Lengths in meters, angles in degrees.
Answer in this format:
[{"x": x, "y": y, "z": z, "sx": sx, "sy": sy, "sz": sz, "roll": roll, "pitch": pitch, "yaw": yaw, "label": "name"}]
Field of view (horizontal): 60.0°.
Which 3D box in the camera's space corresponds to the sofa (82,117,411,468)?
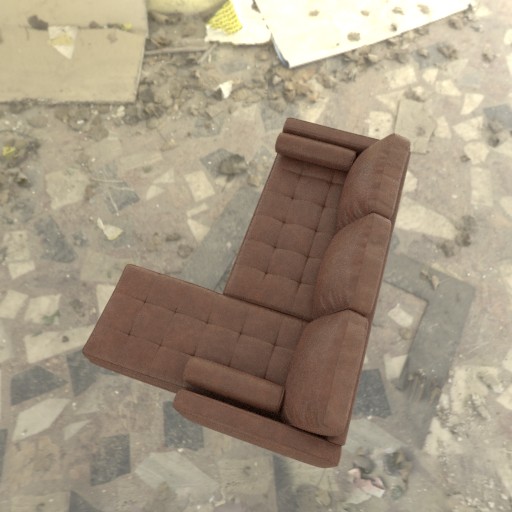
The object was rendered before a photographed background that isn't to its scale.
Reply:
[{"x": 0.000, "y": 0.000, "z": 2.949, "sx": 1.613, "sy": 0.841, "sz": 2.185, "roll": 17, "pitch": 65, "yaw": 8, "label": "sofa"}]
